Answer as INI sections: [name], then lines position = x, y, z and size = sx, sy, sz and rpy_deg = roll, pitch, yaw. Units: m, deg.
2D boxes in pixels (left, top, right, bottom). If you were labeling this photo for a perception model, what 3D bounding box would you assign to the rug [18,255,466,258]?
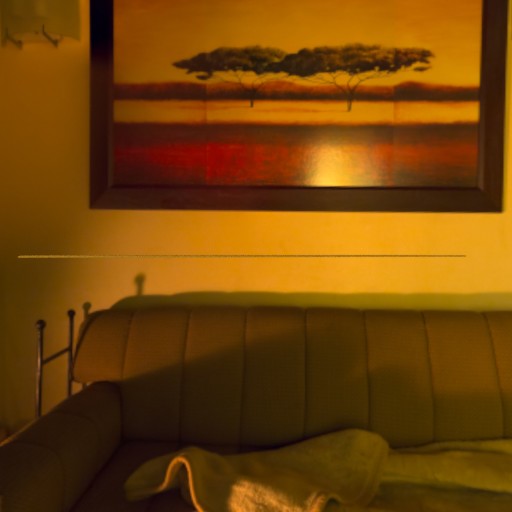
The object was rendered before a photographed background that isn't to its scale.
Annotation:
[rug]
position = 0.000, 0.000, 2.675
size = 2.435, 0.009, 0.750
rpy_deg = 0, 0, -17
